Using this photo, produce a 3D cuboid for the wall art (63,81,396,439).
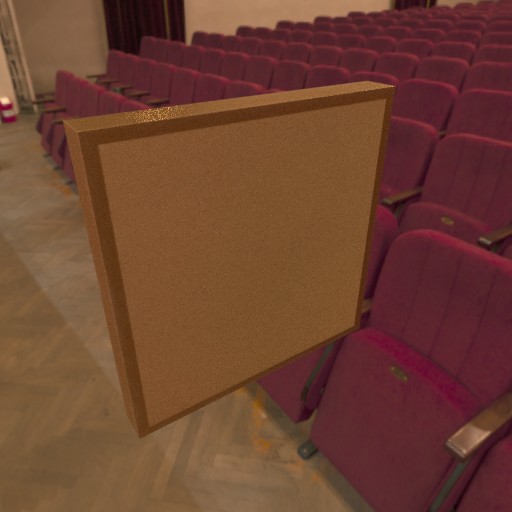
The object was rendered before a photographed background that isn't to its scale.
[{"bbox_3d":[0.000,0.000,0.452,0.306,0.305,0.038,-19,35,-29],"label":"wall art"}]
